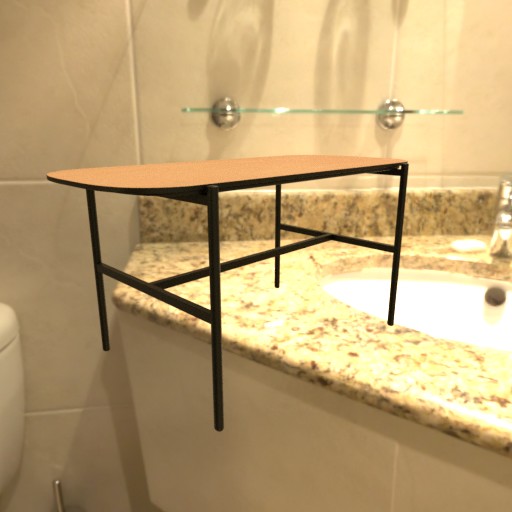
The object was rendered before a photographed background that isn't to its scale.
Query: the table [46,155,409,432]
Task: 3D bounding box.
[{"bbox_3d":[0.000,0.000,0.993,0.400,0.400,0.800,15,22,43],"label":"table"}]
